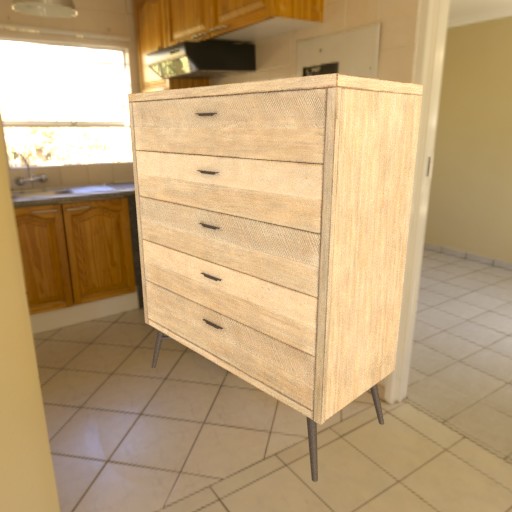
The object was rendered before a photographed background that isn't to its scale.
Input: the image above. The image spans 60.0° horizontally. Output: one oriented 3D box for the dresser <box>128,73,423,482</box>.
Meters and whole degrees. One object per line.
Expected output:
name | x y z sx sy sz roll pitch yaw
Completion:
dresser | 0.000 0.000 1.732 0.457 1.219 1.016 -15 22 -42
